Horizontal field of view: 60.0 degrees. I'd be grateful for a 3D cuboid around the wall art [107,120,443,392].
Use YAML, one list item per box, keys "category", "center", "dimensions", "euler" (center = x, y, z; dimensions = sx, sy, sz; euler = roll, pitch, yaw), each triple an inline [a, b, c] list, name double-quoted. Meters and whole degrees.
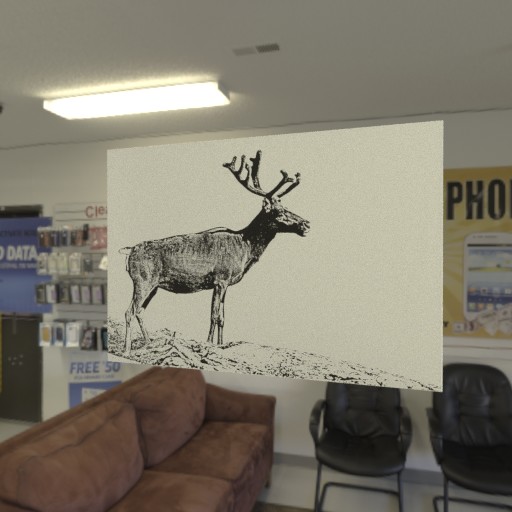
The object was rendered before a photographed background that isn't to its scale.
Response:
- category: "wall art"
  center: [0.000, 0.000, 1.166]
  dimensions: [0.906, 0.617, 0.033]
  euler: [0, 0, 19]
